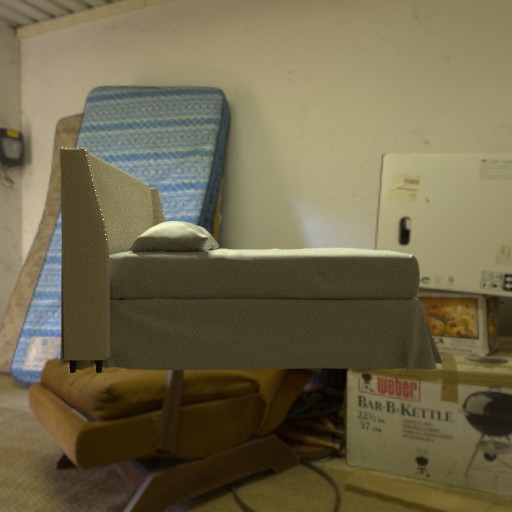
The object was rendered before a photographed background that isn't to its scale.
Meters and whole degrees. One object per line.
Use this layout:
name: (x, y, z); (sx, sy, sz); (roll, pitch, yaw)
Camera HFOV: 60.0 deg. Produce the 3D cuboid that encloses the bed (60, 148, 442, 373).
bed: (0.000, 0.000, 3.492); (2.276, 1.332, 1.925); (0, 1, 0)
